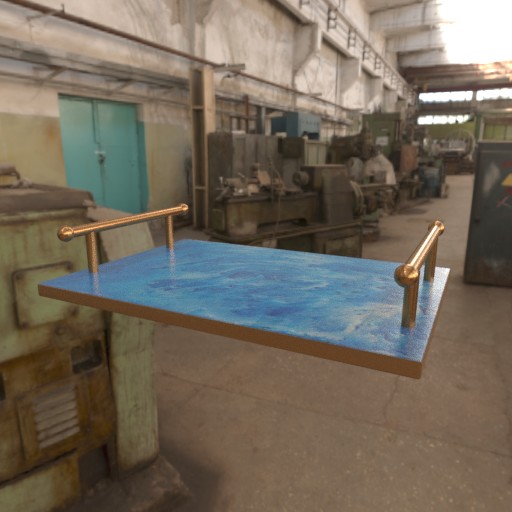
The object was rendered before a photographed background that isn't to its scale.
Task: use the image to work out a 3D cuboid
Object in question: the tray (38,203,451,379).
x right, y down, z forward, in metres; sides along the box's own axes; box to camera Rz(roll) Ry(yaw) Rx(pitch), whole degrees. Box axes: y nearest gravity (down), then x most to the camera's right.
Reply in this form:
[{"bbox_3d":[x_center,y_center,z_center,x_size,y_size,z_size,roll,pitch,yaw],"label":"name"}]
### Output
[{"bbox_3d":[0.000,0.000,0.566,0.444,0.084,0.304,7,16,26],"label":"tray"}]
